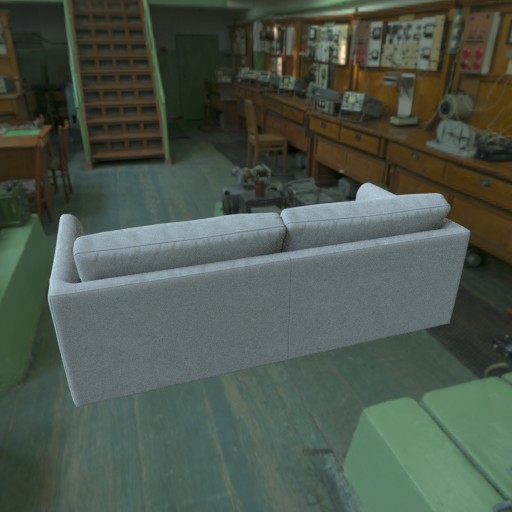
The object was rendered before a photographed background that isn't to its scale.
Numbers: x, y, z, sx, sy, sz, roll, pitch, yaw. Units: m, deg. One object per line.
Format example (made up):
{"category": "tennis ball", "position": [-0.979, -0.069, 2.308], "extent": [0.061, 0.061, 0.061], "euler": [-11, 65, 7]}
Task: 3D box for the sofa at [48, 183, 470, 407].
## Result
{"category": "sofa", "position": [0.000, 0.000, 2.749], "extent": [2.588, 0.838, 1.090], "euler": [-8, 27, -17]}
